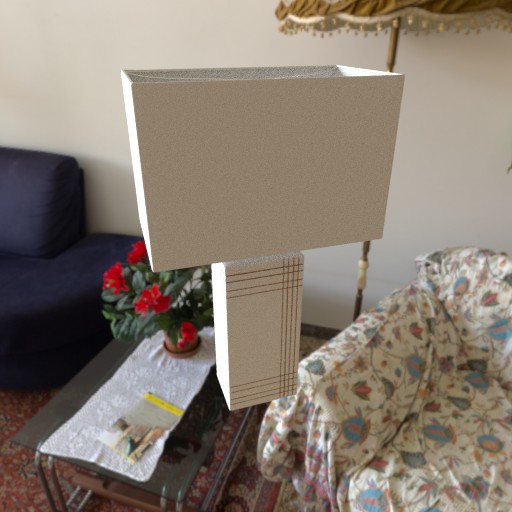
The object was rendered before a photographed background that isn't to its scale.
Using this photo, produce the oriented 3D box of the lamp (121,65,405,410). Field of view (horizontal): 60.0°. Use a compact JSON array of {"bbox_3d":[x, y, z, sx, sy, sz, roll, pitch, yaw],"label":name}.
[{"bbox_3d":[0.000,0.000,0.705,0.334,0.543,0.182,-8,28,-16],"label":"lamp"}]
